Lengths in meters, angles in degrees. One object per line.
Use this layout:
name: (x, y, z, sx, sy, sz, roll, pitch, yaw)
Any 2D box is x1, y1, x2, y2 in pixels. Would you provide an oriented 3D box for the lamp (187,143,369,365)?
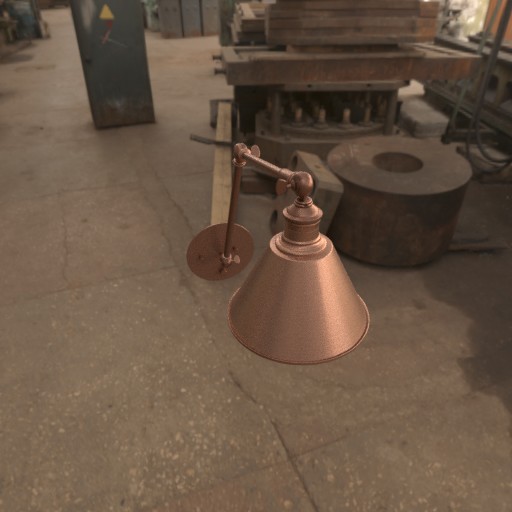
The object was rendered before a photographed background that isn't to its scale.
lamp: (0.000, 0.000, 0.873, 0.223, 0.502, 0.624, -11, 34, -16)
